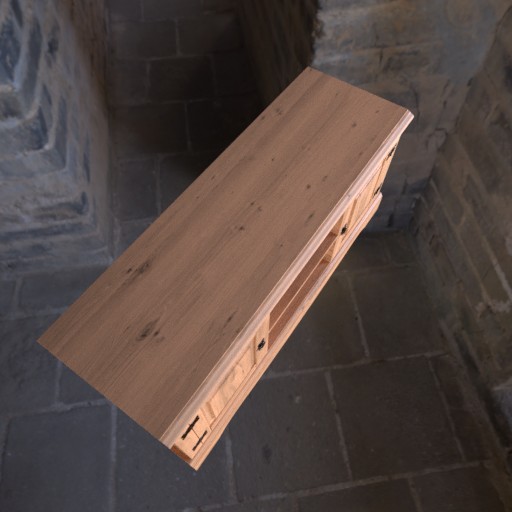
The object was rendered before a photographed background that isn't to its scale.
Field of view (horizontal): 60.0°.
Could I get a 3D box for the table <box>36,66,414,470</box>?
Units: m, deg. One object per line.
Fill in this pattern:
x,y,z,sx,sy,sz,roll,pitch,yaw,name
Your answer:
0.000,0.000,1.434,0.400,0.510,1.200,31,64,17,table
